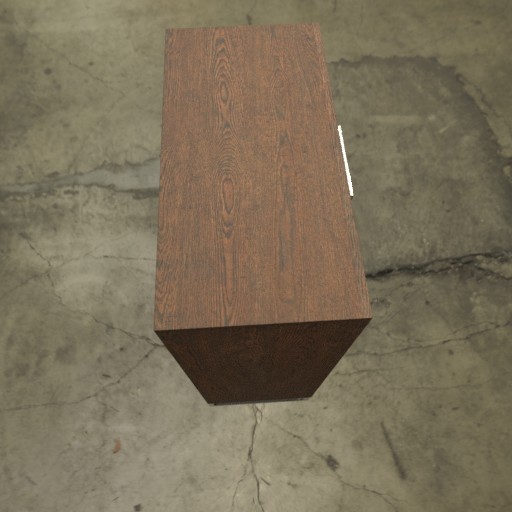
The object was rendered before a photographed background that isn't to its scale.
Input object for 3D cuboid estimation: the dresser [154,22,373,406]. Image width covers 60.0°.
[{"bbox_3d":[0.000,0.000,1.770,0.508,1.321,0.965,-3,64,-1],"label":"dresser"}]
